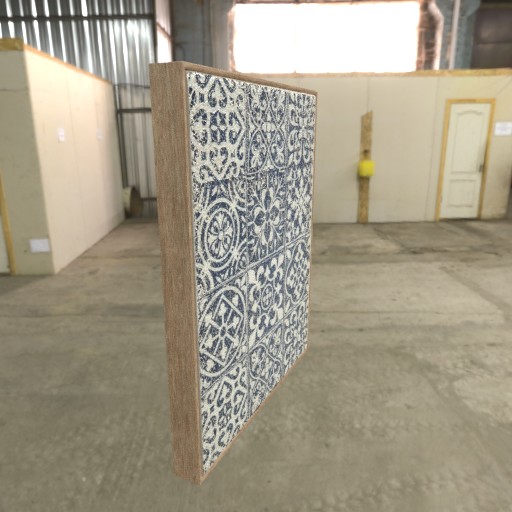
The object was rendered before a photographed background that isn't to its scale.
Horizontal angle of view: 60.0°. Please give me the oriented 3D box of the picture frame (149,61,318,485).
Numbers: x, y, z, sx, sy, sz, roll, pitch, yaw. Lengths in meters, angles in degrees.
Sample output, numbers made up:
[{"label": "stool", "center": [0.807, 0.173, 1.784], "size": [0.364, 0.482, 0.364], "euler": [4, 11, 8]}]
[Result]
[{"label": "picture frame", "center": [0.000, 0.000, 0.714], "size": [0.043, 0.526, 0.424], "euler": [8, 18, 25]}]
